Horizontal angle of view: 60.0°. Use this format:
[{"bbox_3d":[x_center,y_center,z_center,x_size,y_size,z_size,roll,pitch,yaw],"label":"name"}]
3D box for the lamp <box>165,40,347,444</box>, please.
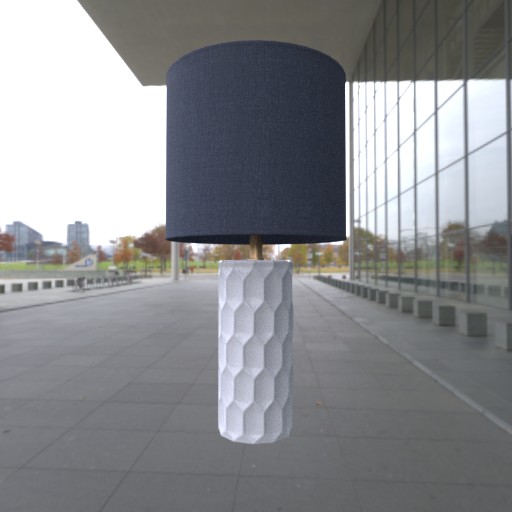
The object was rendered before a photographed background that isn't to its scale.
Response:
[{"bbox_3d":[0.000,0.000,0.688,0.277,0.537,0.277,0,-1,18],"label":"lamp"}]
